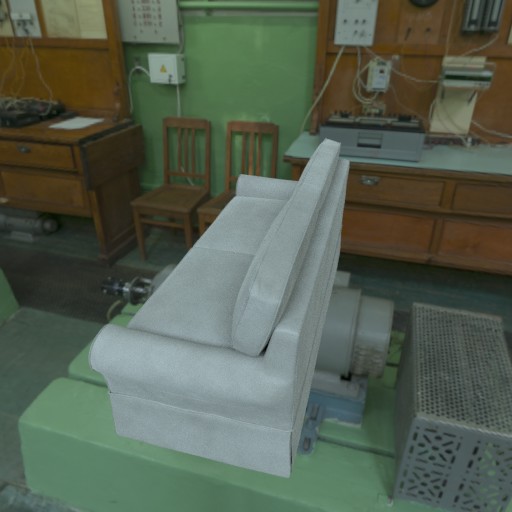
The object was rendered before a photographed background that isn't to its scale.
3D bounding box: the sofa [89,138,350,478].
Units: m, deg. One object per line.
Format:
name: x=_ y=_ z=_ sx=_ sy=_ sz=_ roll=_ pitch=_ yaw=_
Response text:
sofa: x=0.000 y=0.000 z=2.705 sx=0.900 sy=1.014 sz=2.246 roll=8 pitch=31 yaw=13
